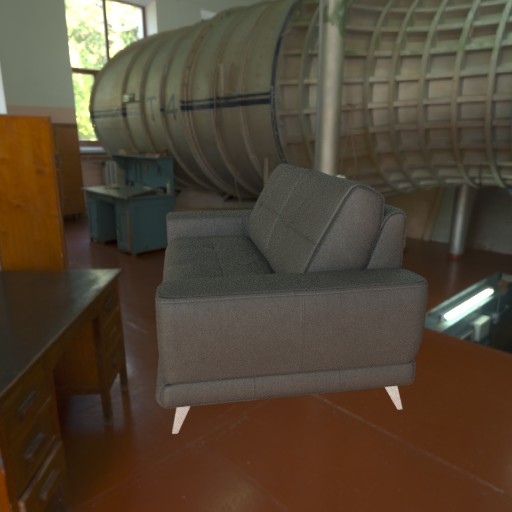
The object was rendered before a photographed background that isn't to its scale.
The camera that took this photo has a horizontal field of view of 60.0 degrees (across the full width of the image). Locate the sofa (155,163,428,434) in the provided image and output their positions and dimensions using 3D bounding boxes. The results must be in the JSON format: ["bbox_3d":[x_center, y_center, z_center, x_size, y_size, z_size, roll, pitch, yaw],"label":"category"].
[{"bbox_3d":[0.000,0.000,2.396,1.018,0.907,1.806,-3,15,-9],"label":"sofa"}]
